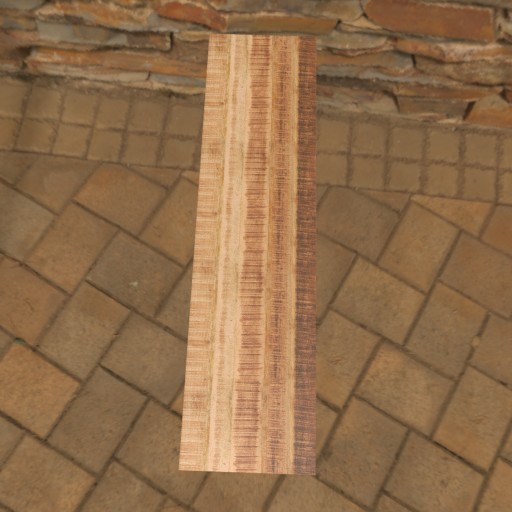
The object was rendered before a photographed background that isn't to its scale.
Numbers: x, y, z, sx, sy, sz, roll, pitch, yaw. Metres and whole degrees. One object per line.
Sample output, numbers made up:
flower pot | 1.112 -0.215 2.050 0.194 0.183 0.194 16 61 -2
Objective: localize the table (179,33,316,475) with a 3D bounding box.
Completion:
table | 0.000 0.000 1.887 0.405 0.810 1.524 2 76 0
